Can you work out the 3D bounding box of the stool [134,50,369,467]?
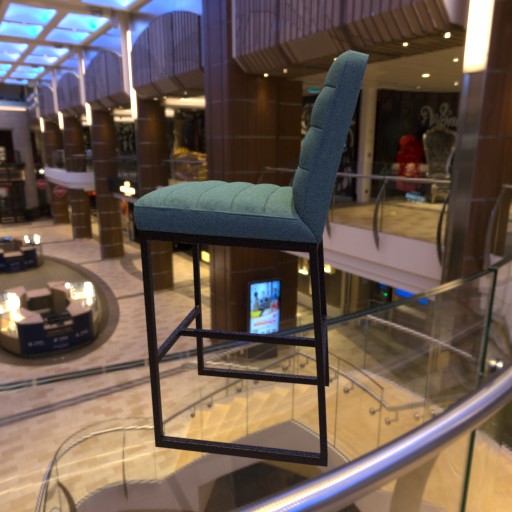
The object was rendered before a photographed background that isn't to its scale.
[{"bbox_3d":[0.000,0.000,1.310,0.560,1.040,0.460,2,14,9],"label":"stool"}]
